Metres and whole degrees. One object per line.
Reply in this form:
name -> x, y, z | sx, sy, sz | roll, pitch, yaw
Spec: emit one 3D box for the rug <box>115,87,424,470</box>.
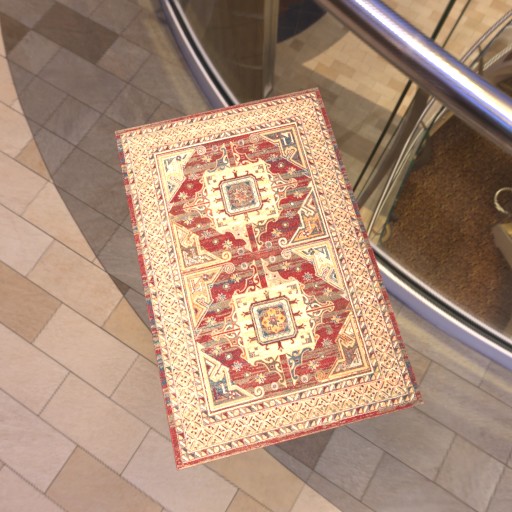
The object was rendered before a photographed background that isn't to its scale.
rug -> 0.000, 0.000, 5.849 | 3.033, 0.033, 4.578 | -14, 75, -4
